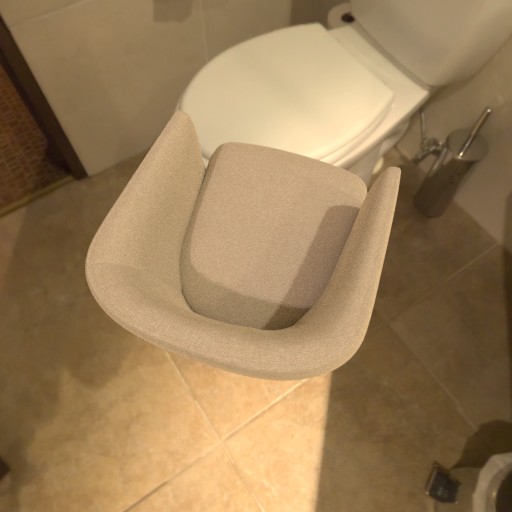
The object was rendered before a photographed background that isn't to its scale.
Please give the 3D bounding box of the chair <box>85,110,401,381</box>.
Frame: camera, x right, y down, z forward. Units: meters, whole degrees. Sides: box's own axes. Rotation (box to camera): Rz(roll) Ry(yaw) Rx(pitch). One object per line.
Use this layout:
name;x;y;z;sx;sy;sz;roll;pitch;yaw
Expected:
chair;0.000;0.000;1.629;0.822;0.861;0.986;17;65;8
